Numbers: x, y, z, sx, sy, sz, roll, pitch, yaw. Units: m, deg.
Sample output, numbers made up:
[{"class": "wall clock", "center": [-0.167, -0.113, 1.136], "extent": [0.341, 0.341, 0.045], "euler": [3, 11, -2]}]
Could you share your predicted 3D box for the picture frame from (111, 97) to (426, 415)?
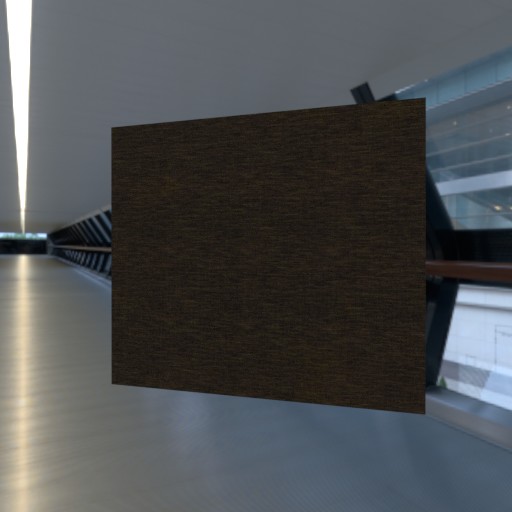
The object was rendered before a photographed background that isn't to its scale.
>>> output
[{"class": "picture frame", "center": [0.000, 0.000, 0.531], "extent": [0.378, 0.330, 0.033], "euler": [0, 0, 17]}]
